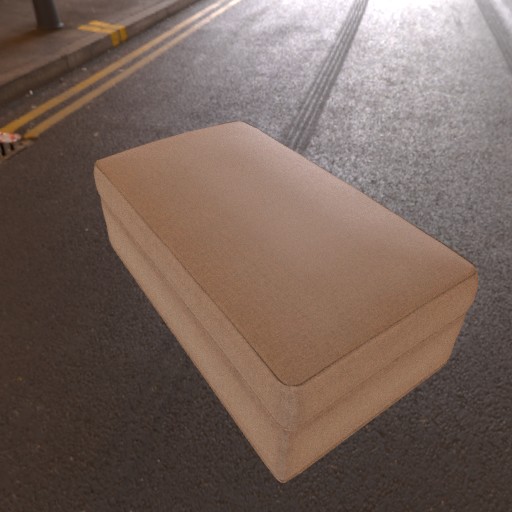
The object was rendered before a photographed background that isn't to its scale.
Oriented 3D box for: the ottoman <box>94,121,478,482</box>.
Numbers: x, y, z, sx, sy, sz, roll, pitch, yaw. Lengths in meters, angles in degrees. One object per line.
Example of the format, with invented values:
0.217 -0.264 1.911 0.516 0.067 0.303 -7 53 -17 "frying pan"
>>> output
0.000 0.000 1.387 0.617 0.448 1.097 -24 46 -26 "ottoman"
